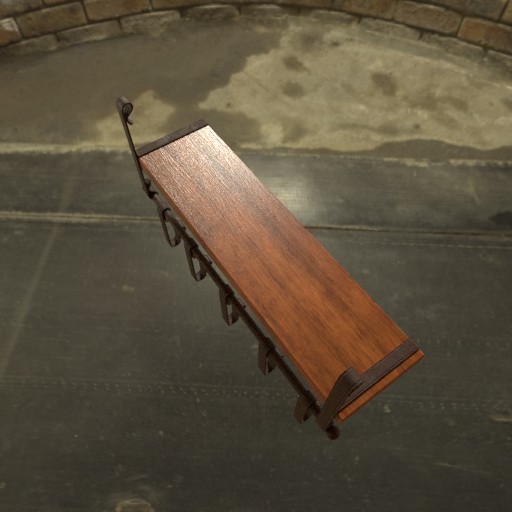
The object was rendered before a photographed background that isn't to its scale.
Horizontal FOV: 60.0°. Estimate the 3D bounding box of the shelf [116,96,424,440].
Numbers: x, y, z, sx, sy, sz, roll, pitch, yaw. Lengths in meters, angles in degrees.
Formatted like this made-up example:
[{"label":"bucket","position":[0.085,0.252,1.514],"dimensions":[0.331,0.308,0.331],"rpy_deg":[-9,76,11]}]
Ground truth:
[{"label":"shelf","position":[0.000,0.000,0.714],"dimensions":[0.146,0.330,0.567],"rpy_deg":[-31,63,-18]}]
